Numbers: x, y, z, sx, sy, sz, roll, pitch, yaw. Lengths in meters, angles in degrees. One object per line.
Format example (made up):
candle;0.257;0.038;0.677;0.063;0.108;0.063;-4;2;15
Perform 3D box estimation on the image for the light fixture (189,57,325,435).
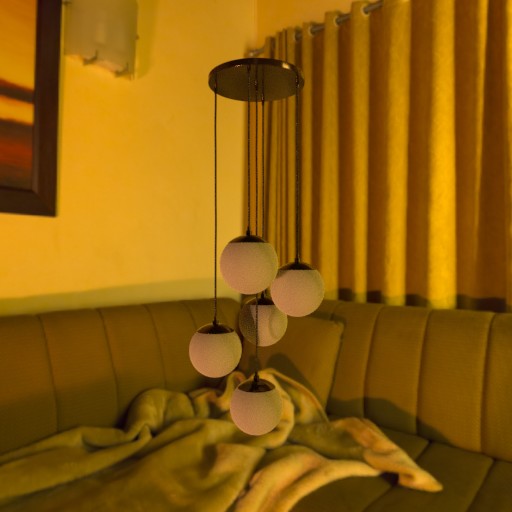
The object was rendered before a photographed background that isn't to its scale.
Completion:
light fixture;0.000;0.000;1.594;0.484;1.271;0.489;0;0;19
